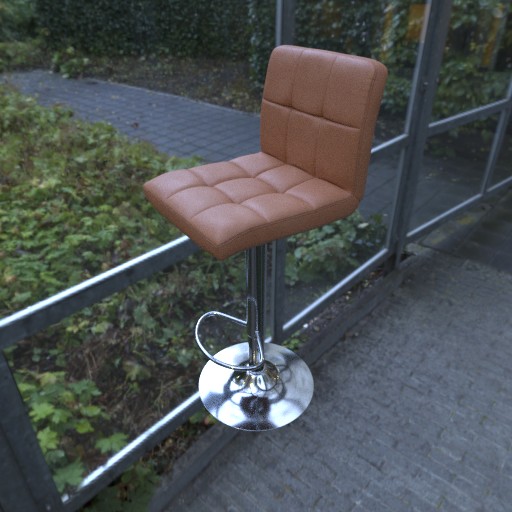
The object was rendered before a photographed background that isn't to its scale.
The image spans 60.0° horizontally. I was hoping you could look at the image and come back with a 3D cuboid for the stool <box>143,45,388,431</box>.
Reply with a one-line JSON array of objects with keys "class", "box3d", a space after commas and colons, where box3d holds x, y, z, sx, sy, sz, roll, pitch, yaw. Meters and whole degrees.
[{"class": "stool", "box3d": [0.000, 0.000, 1.353, 0.505, 1.115, 0.430, -21, 37, -29]}]
